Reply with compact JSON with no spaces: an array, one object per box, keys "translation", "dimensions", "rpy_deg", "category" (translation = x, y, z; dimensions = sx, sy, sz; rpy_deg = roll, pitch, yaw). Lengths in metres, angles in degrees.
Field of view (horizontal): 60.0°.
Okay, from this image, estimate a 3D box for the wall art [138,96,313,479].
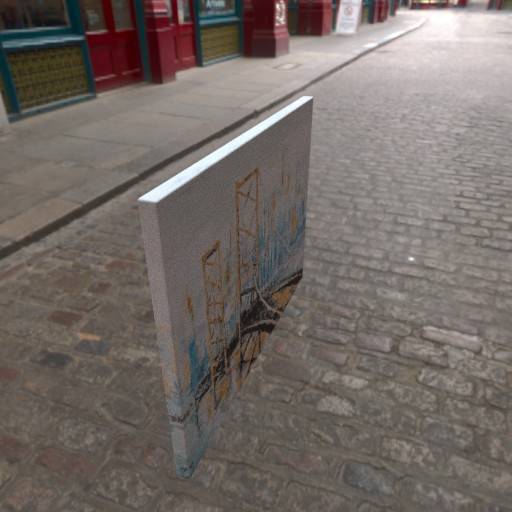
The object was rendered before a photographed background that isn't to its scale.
[{"translation":[0.000,0.000,1.350],"dimensions":[0.038,0.762,1.016],"rpy_deg":[11,32,19],"category":"wall art"}]
